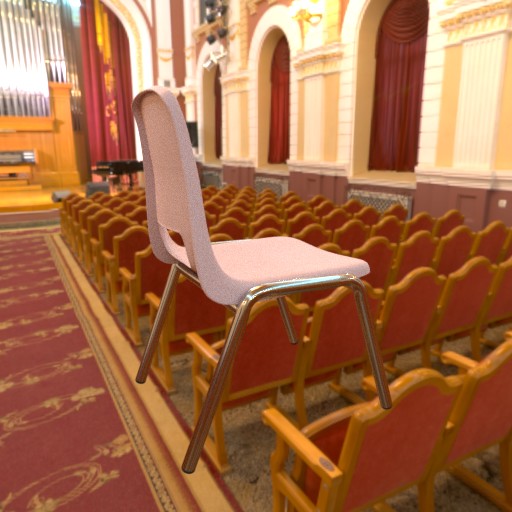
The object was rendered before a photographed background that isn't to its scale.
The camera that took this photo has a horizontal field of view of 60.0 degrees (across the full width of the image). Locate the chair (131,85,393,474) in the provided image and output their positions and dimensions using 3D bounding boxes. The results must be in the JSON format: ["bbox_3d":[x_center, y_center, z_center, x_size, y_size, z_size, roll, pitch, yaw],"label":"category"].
[{"bbox_3d":[0.000,0.000,0.849,0.423,0.586,0.354,-7,15,-27],"label":"chair"}]
